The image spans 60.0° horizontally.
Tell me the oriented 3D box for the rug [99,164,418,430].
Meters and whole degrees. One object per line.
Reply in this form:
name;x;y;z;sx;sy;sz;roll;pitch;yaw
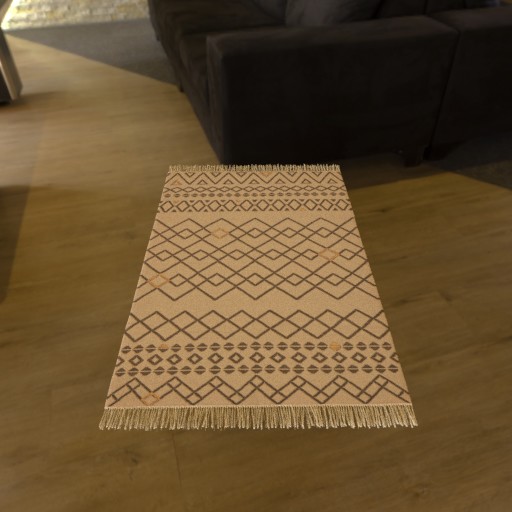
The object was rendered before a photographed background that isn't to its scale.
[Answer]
rug;0.000;0.000;2.447;1.224;0.028;2.023;0;41;0
